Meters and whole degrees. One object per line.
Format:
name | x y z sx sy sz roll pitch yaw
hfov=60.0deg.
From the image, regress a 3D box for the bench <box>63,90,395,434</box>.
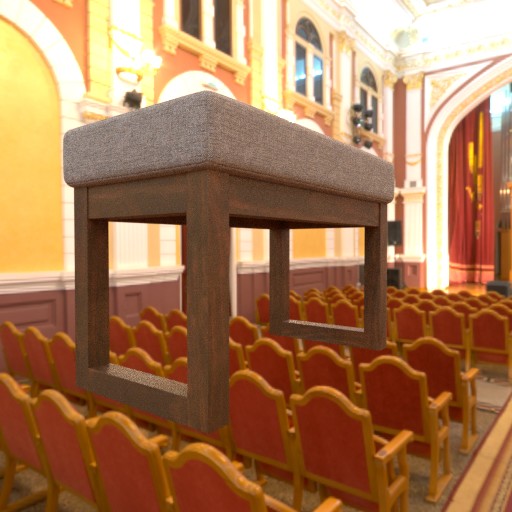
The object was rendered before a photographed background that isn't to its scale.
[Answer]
bench | 0.000 0.000 0.953 0.366 0.467 0.681 1 2 38
